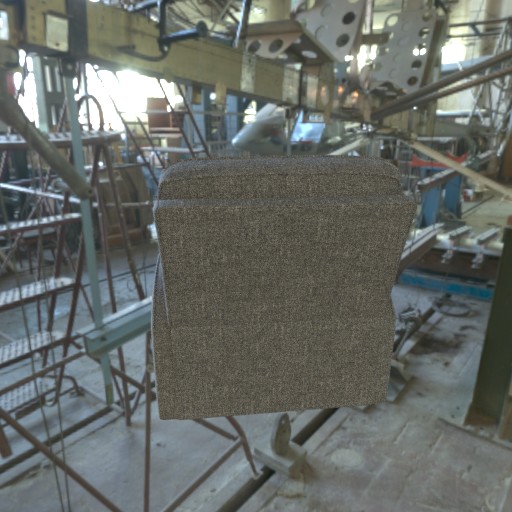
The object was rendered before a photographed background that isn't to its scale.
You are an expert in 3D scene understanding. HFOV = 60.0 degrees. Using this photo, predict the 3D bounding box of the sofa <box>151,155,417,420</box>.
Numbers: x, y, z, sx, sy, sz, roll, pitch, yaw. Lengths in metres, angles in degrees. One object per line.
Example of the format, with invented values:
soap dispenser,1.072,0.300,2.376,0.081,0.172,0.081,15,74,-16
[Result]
sofa,0.000,0.000,2.022,0.861,0.959,1.472,-2,16,-7
